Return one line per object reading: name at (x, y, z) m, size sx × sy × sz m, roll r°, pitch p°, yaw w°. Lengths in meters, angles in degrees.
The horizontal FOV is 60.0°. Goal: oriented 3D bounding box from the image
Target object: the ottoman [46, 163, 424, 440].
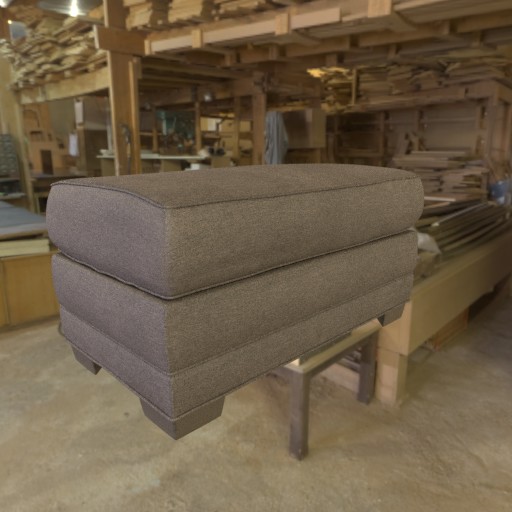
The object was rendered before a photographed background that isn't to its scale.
ottoman at (0.000, 0.000, 1.130) m, size 0.864 × 0.448 × 0.490 m, roll -14°, pitch 20°, yaw -43°
